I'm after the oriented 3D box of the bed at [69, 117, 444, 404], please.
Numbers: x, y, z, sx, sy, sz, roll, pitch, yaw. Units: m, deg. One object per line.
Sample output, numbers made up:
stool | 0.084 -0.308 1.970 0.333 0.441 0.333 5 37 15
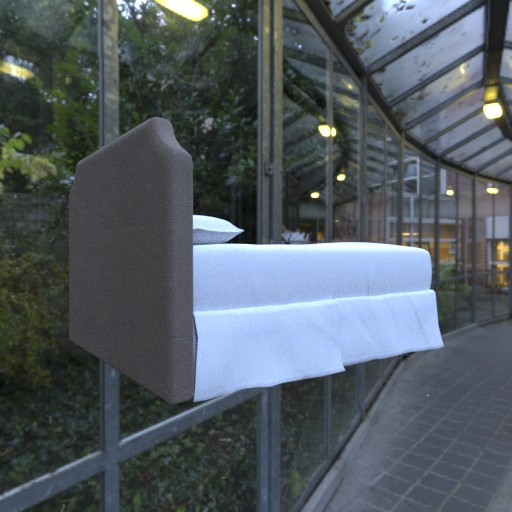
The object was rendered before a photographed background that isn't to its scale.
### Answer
bed | 0.000 0.000 3.129 2.116 1.290 1.693 0 1 -36
